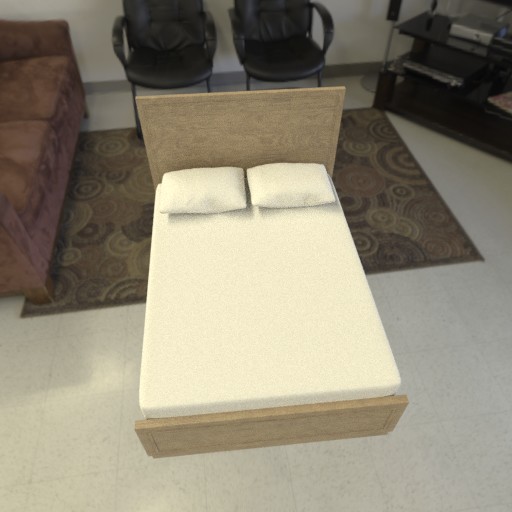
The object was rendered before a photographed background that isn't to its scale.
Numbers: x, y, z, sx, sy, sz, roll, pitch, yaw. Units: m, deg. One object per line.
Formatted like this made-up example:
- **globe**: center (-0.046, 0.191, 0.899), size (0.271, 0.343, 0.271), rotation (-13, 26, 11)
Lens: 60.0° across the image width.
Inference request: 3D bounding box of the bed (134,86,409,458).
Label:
- **bed**: center (0.000, 0.000, 3.167), size (1.606, 1.369, 2.189), rotation (-4, 47, -4)
